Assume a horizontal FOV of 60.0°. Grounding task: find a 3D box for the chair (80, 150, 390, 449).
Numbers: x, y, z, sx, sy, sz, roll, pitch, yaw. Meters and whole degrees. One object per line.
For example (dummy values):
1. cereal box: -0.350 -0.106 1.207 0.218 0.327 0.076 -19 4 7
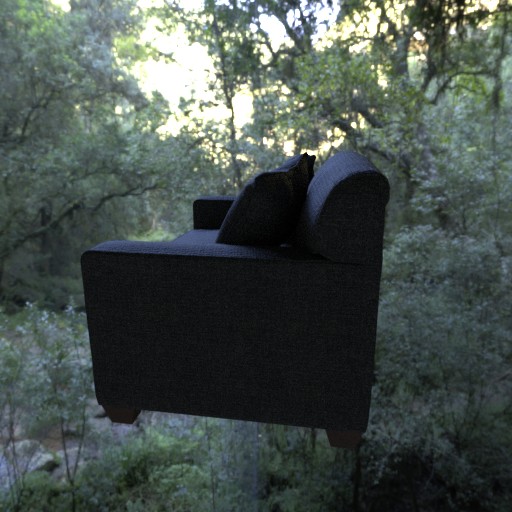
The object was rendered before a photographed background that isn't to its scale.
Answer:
1. chair: 0.000 0.000 2.041 1.000 0.948 1.383 3 15 9
